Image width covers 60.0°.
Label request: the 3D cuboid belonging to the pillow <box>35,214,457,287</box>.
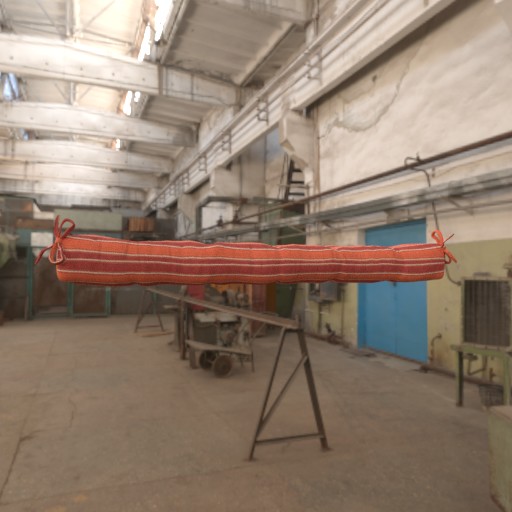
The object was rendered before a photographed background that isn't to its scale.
[{"bbox_3d":[0.000,0.000,1.374,1.194,0.174,0.511,1,-2,-19],"label":"pillow"}]
